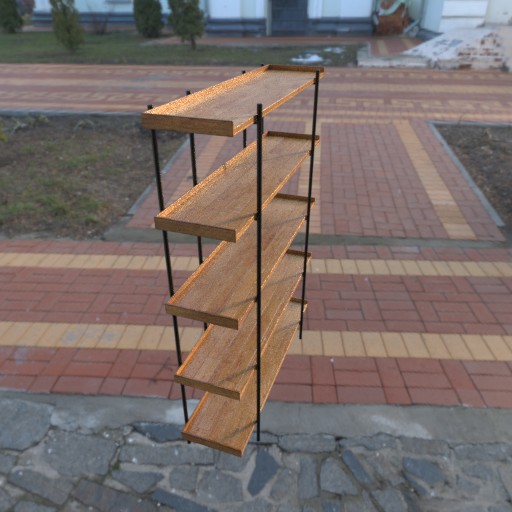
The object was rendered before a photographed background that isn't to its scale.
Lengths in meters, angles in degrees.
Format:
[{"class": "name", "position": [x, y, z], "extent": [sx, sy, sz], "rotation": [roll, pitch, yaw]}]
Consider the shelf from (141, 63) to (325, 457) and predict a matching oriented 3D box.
[{"class": "shelf", "position": [0.000, 0.000, 2.463], "extent": [0.379, 1.826, 1.371], "rotation": [10, 32, 17]}]
